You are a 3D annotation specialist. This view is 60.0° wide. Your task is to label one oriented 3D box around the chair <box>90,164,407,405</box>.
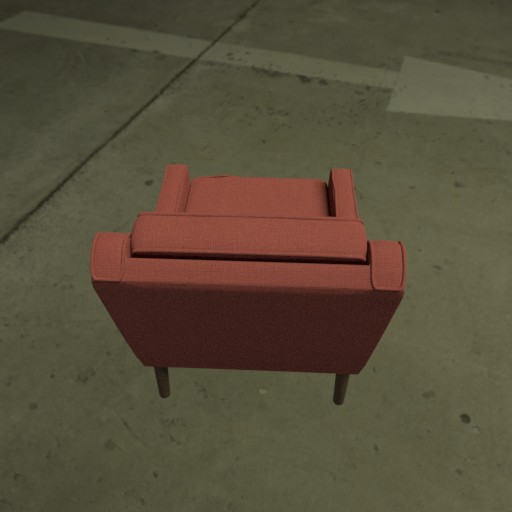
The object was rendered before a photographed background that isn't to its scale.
[{"bbox_3d":[0.000,0.000,1.421,0.680,0.812,0.770,2,47,2],"label":"chair"}]
